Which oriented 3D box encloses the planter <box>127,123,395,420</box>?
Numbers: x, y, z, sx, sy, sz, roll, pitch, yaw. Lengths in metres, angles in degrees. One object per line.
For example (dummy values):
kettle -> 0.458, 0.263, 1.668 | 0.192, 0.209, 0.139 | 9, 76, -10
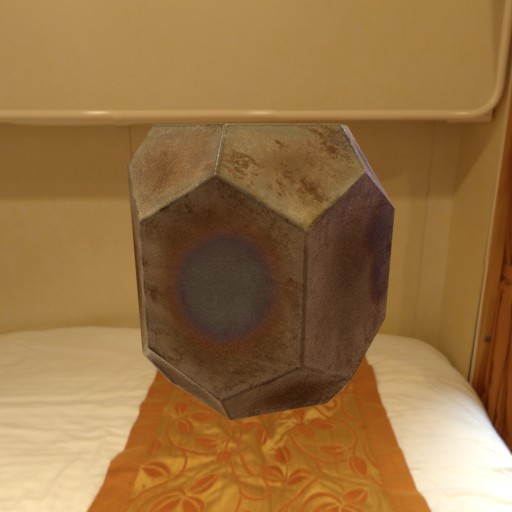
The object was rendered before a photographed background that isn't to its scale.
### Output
planter -> 0.000, 0.000, 0.419 | 0.221, 0.238, 0.243 | 15, 21, 42
